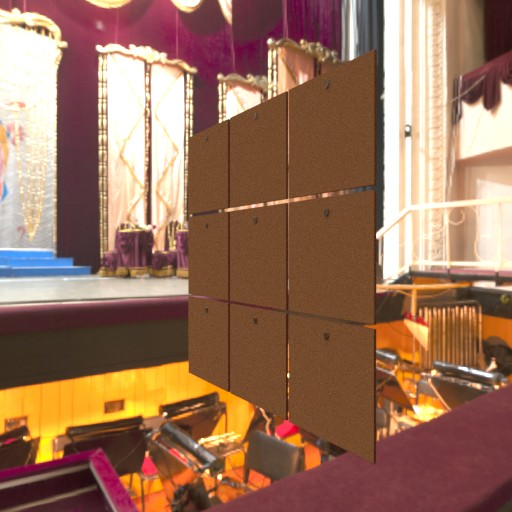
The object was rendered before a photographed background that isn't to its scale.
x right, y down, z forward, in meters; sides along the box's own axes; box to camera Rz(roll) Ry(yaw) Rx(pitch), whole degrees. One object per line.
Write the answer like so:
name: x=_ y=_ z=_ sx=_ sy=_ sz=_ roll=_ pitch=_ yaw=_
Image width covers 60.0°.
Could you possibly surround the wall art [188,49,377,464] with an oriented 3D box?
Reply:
wall art: x=0.000 y=0.000 z=2.266 sx=0.019 sy=1.532 sz=1.533 roll=0 pitch=0 yaw=-35
